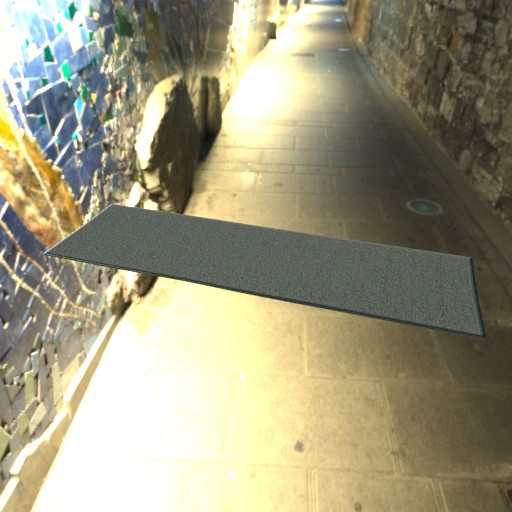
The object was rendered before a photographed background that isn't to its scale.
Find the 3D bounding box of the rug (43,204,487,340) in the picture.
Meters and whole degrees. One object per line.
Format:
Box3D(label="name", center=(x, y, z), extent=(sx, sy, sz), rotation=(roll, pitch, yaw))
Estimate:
Box3D(label="rug", center=(0.000, 0.000, 2.364), extent=(2.196, 0.011, 0.662), rotation=(10, 33, 15))
